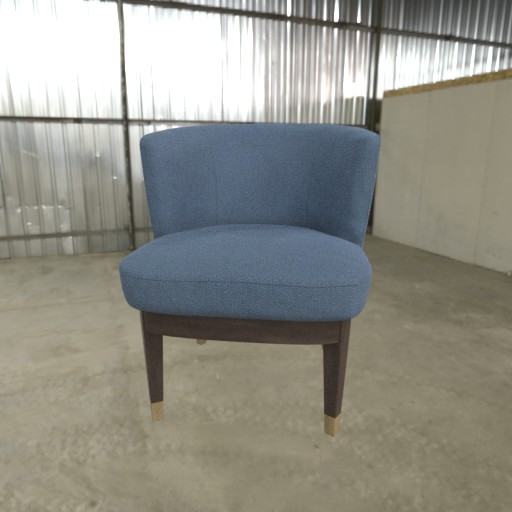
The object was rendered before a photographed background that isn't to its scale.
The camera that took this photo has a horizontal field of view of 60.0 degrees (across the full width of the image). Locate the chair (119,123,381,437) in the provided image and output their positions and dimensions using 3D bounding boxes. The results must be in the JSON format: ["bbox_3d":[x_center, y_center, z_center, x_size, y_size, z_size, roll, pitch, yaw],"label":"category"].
[{"bbox_3d":[0.000,0.000,1.285,0.661,0.760,0.702,2,15,8],"label":"chair"}]
